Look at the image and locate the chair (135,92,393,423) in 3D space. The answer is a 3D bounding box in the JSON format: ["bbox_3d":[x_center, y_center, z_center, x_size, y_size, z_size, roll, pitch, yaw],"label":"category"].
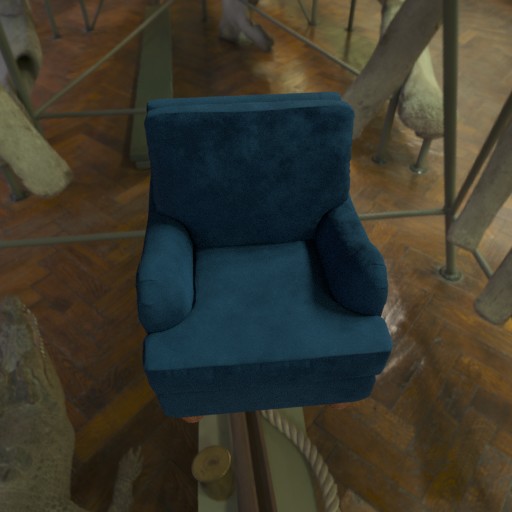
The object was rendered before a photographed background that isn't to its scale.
[{"bbox_3d":[0.000,0.000,1.860,0.895,1.076,1.078,-4,46,-4],"label":"chair"}]
